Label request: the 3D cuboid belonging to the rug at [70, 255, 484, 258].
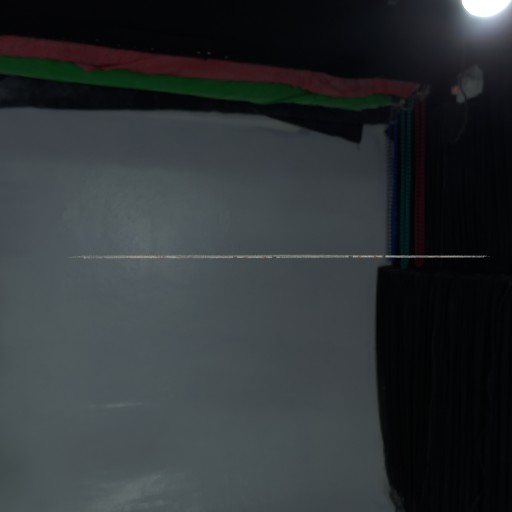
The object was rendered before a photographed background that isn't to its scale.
[{"bbox_3d":[0.000,0.000,3.959,3.000,0.012,2.371,0,0,-19],"label":"rug"}]
